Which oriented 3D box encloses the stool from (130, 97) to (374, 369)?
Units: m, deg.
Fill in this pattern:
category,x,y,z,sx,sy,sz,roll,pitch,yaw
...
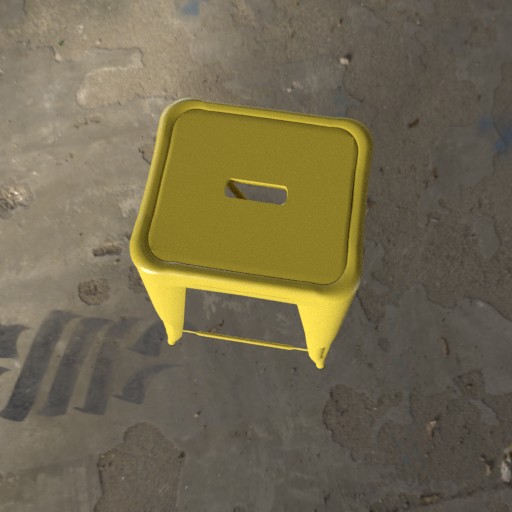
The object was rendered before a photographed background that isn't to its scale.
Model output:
category,x,y,z,sx,sy,sz,roll,pitch,yaw
stool,0.000,0.000,0.859,0.399,0.609,0.359,8,74,2
